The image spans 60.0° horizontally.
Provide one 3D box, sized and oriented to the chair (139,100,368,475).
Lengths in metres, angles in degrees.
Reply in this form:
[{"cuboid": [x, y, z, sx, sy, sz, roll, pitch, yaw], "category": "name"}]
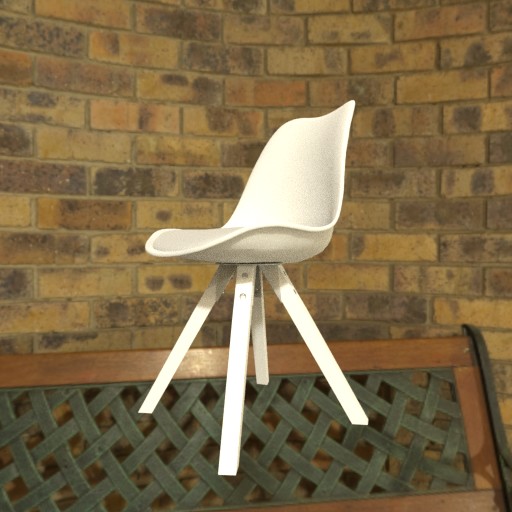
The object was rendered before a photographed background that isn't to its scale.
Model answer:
[{"cuboid": [0.000, 0.000, 1.170, 0.550, 0.850, 0.485, -1, 2, -37], "category": "chair"}]
